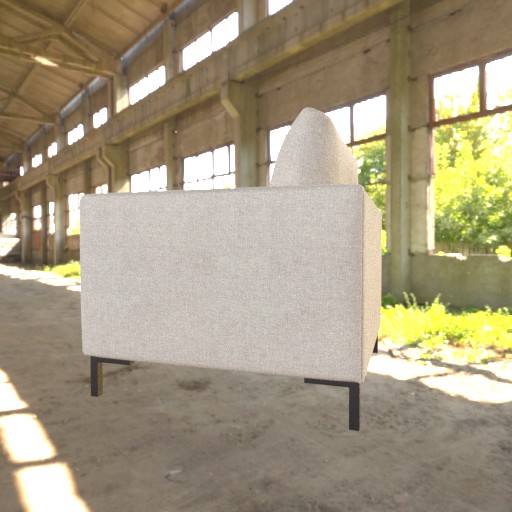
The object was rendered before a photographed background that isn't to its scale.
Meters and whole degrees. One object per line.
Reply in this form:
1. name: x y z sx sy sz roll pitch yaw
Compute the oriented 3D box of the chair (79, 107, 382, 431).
1. chair: 0.000 0.000 1.658 0.866 0.861 0.963 1 2 18
